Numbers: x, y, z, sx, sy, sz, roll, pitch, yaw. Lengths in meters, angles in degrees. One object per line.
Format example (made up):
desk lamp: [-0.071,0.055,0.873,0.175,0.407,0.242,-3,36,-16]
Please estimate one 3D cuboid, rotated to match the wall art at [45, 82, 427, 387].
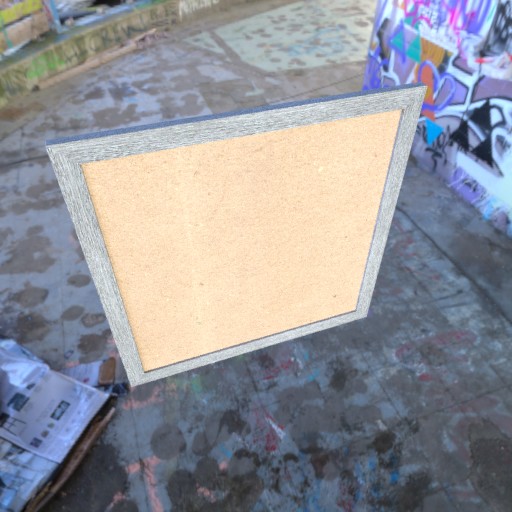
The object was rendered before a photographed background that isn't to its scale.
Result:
wall art: [0.000,0.000,0.995,0.685,0.685,0.020,-14,44,-14]
